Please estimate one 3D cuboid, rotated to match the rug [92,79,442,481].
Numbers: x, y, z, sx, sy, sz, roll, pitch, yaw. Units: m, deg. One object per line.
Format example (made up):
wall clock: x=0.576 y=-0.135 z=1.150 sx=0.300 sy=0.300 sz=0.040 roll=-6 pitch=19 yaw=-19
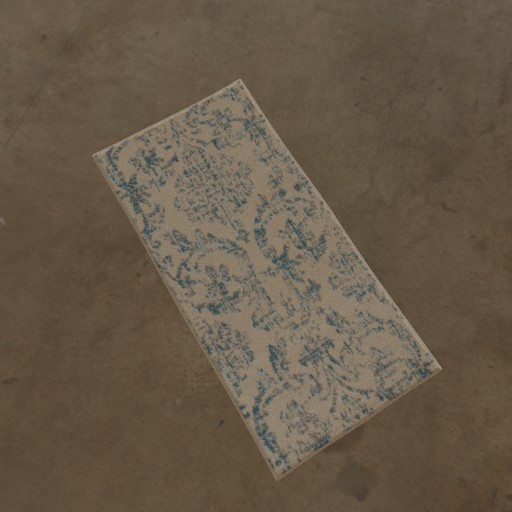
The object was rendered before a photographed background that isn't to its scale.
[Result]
rug: x=0.000 y=0.000 z=1.460 sx=0.605 sy=0.007 sz=1.220 roll=-31 pitch=77 yaw=-8
